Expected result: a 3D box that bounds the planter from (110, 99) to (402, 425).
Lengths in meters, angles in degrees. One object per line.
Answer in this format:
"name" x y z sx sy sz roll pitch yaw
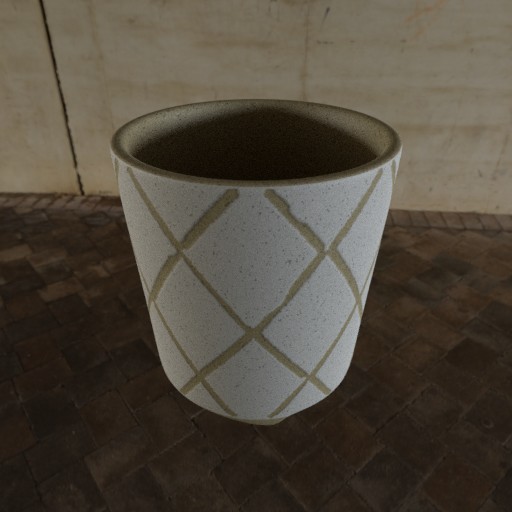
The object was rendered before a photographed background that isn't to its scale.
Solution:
"planter" 0.000 0.000 0.351 0.191 0.199 0.191 0 32 0
